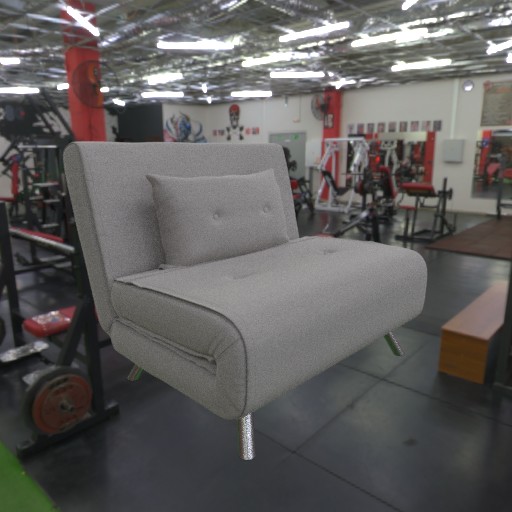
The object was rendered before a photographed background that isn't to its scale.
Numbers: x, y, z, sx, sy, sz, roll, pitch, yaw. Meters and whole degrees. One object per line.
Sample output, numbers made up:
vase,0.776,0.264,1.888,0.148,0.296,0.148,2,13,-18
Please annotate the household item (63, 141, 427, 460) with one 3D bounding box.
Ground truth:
household item,0.000,0.000,1.603,0.874,0.800,1.000,13,19,43
